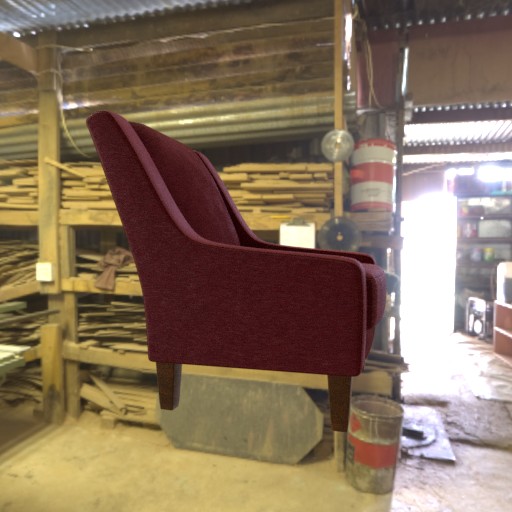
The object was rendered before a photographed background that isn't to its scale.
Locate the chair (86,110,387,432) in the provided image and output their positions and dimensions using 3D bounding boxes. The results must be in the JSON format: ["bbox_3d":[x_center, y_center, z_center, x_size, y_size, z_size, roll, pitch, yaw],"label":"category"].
[{"bbox_3d":[0.000,0.000,1.743,0.985,1.017,0.793,0,2,18],"label":"chair"}]
